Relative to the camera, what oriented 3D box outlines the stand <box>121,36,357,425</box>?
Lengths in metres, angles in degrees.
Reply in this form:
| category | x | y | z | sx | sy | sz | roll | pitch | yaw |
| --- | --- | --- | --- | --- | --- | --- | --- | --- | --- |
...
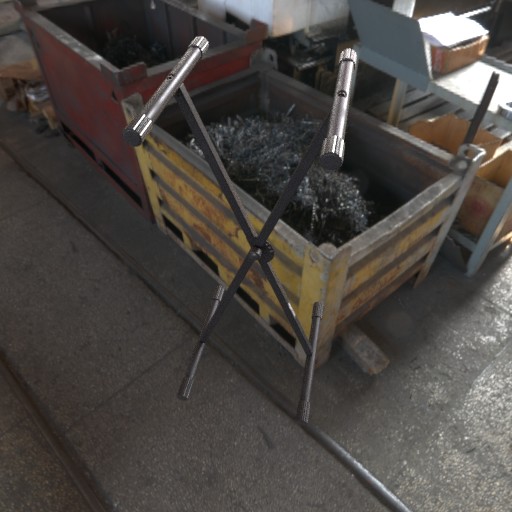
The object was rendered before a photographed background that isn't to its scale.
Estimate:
| category | x | y | z | sx | sy | sz | roll | pitch | yaw |
| --- | --- | --- | --- | --- | --- | --- | --- | --- | --- |
| stand | 0.000 | 0.000 | 1.168 | 0.409 | 0.940 | 0.449 | 9 | 47 | 8 |
